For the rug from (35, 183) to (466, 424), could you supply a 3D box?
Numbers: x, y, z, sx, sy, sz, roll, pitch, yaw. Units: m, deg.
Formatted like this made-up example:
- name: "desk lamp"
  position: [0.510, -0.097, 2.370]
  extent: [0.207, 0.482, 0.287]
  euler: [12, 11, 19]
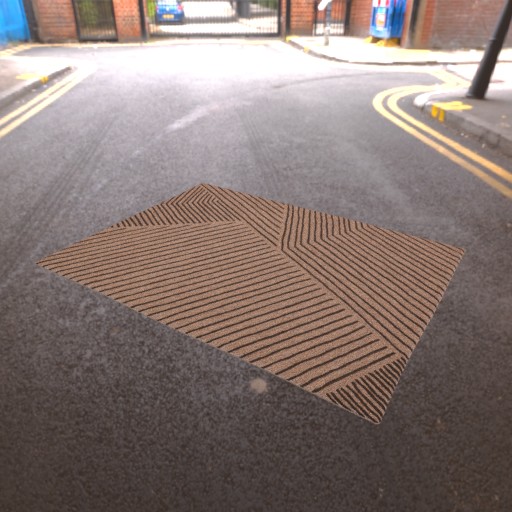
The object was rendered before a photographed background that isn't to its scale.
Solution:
- name: "rug"
  position: [0.000, 0.000, 3.126]
  extent: [2.449, 0.028, 1.829]
  euler: [18, 35, 28]
